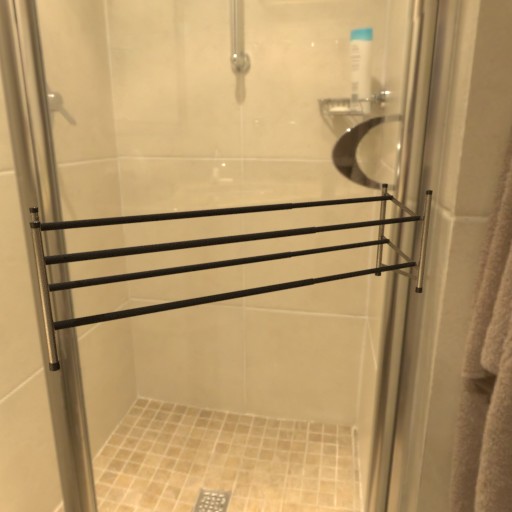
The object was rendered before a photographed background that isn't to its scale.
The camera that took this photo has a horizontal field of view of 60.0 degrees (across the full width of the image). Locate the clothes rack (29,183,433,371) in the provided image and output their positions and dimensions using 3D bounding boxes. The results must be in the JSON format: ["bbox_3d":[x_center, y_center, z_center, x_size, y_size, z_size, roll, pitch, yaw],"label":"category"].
[{"bbox_3d":[0.000,0.000,1.316,1.168,0.349,0.229,-8,18,-25],"label":"clothes rack"}]
